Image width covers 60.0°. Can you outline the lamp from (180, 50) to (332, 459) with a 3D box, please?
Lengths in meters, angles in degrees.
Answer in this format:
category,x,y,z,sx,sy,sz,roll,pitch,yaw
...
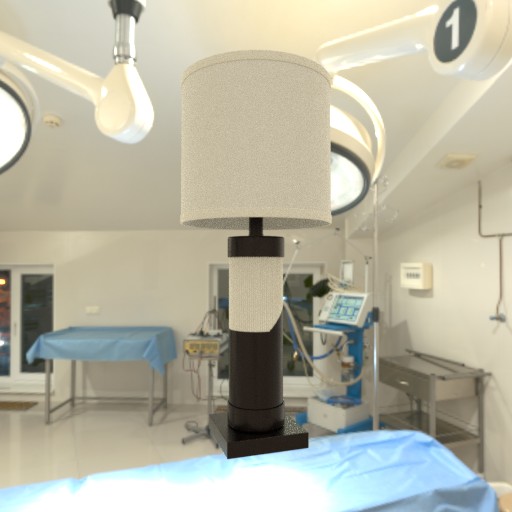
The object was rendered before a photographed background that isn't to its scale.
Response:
category,x,y,z,sx,sy,sz,roll,pitch,yaw
lamp,0.000,0.000,0.626,0.211,0.509,0.211,0,-1,-18
